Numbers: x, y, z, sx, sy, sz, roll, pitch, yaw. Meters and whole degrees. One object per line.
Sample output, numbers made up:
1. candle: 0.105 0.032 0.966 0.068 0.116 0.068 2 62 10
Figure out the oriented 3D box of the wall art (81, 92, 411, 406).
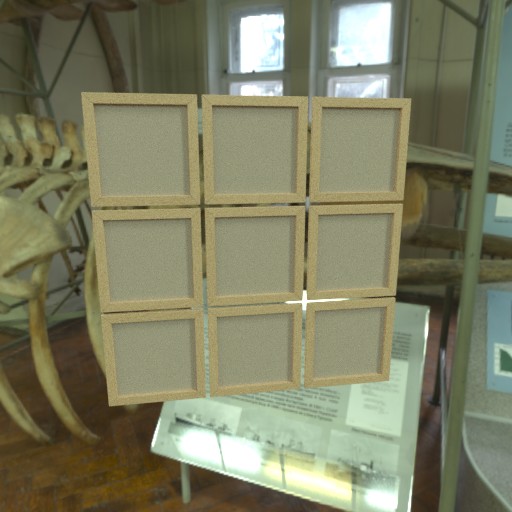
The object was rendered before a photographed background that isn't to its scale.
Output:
1. wall art: 0.000 0.000 1.767 1.217 1.207 0.016 -2 14 -9
